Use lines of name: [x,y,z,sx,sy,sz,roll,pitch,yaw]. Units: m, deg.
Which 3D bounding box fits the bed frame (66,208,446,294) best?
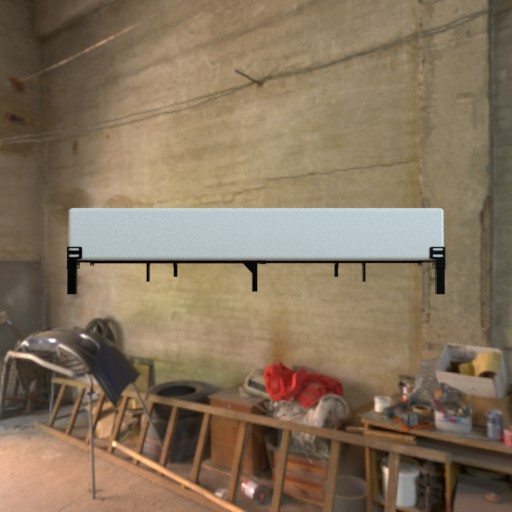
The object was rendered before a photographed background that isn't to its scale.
bed frame: [0.000,0.000,3.739,1.930,0.440,2.987,0,-1,0]
